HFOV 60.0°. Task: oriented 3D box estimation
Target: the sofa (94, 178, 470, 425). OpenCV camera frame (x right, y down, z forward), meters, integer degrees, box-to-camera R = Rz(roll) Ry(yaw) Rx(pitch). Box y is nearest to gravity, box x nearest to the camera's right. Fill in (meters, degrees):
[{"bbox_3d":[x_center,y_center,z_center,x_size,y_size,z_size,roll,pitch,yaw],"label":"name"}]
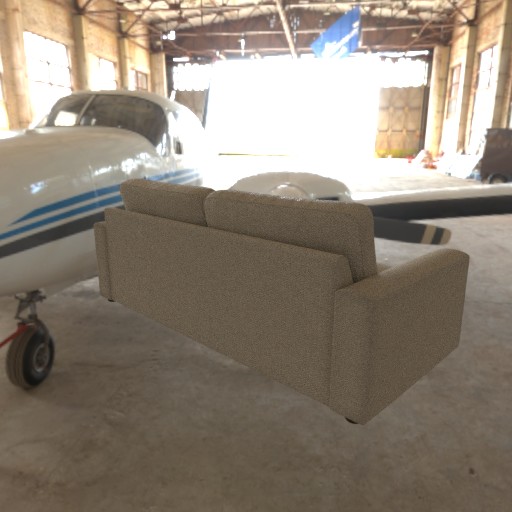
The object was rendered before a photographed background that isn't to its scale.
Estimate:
[{"bbox_3d":[0.000,0.000,2.715,2.179,0.873,1.016,14,20,43],"label":"sofa"}]
